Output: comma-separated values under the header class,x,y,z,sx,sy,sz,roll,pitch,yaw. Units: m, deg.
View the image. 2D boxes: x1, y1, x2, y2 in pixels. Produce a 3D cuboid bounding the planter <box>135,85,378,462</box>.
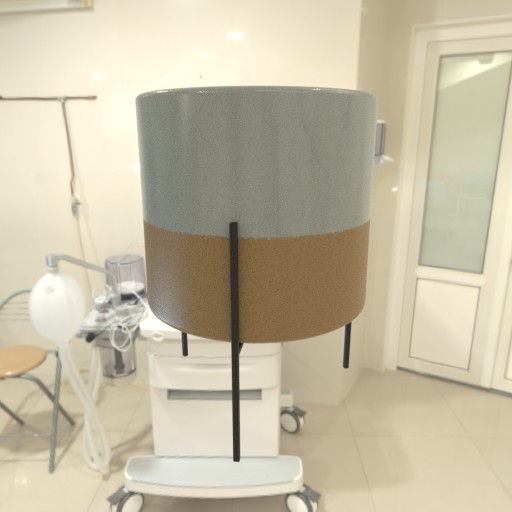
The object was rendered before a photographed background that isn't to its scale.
class,x,y,z,sx,sy,sz,roll,pitch,yaw
planter,0.000,0.000,0.706,0.348,0.480,0.360,2,16,8
